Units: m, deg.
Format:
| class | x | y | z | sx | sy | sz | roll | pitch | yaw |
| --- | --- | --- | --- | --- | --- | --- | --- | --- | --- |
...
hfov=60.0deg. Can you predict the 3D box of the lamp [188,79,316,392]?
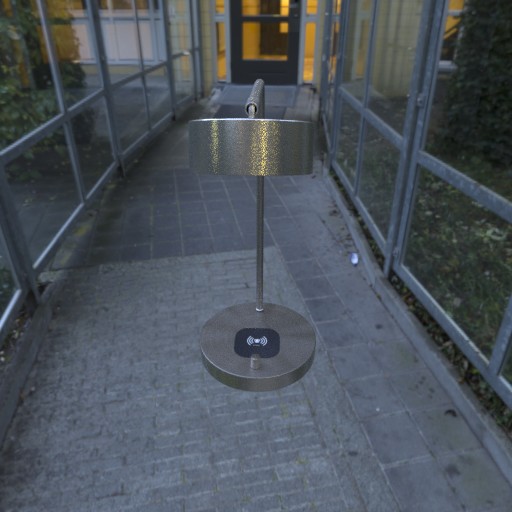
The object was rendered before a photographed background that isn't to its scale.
| class | x | y | z | sx | sy | sz | roll | pitch | yaw |
| --- | --- | --- | --- | --- | --- | --- | --- | --- | --- |
| lamp | 0.000 | 0.000 | 0.654 | 0.211 | 0.469 | 0.334 | 1 | 30 | 3 |
